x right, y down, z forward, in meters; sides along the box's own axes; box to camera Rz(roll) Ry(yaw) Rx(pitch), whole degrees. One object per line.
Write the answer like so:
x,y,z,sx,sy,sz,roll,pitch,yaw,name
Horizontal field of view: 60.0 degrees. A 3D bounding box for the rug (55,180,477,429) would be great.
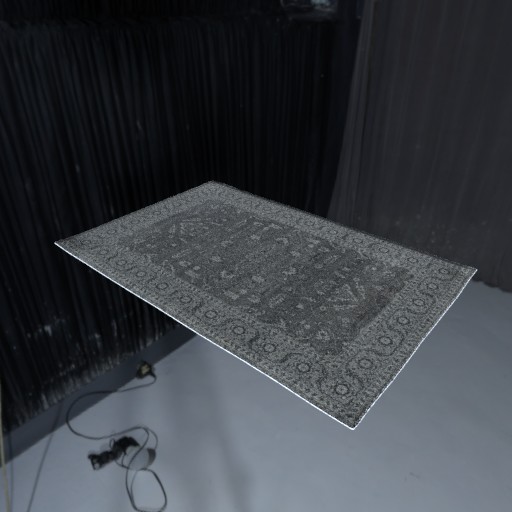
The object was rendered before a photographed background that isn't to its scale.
0.000,0.000,2.278,1.828,0.019,1.209,24,38,34,rug
